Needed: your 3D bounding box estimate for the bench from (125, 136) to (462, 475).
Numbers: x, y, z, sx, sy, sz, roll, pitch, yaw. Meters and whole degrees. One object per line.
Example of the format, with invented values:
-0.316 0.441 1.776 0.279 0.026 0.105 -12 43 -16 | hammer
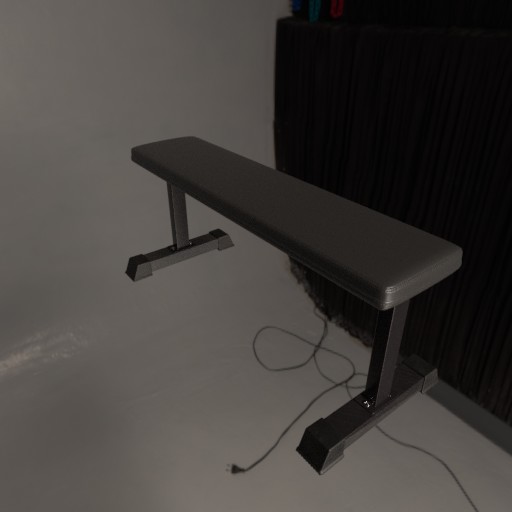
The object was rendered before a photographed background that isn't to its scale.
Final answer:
0.000 0.000 1.286 0.439 0.453 1.072 -21 36 -32 | bench
